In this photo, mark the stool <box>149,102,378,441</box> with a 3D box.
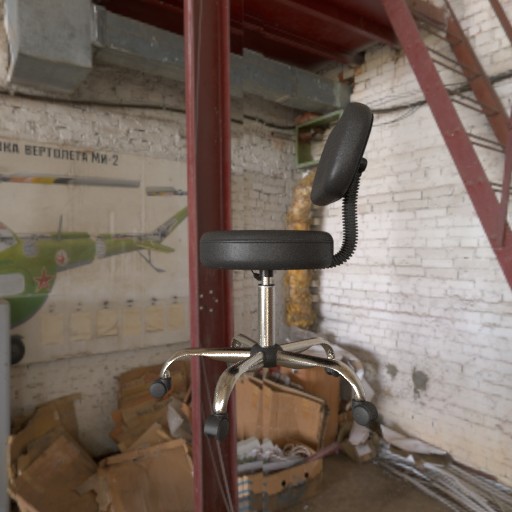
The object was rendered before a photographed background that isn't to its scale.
[{"bbox_3d":[0.000,0.000,1.355,0.648,0.862,0.673,0,1,0],"label":"stool"}]
